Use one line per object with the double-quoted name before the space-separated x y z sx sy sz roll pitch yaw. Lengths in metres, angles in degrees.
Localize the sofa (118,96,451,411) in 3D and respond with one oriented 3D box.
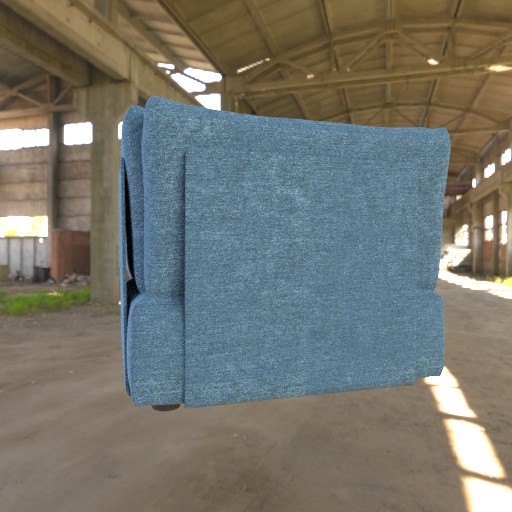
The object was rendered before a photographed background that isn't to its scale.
"sofa" 0.000 0.000 1.698 1.000 0.820 1.000 0 0 -18
